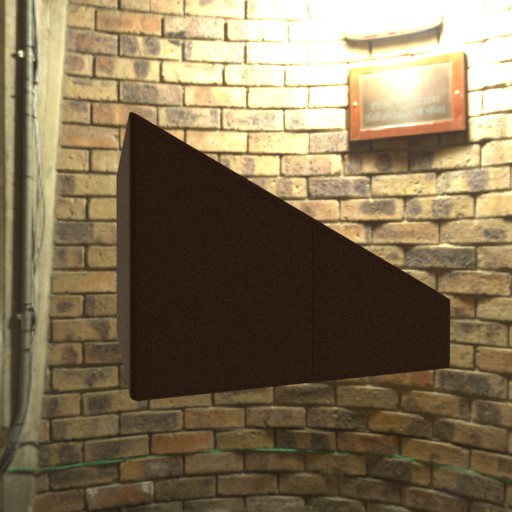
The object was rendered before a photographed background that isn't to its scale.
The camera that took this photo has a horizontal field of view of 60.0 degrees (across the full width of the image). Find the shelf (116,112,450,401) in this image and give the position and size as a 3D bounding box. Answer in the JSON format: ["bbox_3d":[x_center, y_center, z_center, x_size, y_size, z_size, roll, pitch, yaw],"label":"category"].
[{"bbox_3d":[0.000,0.000,0.501,0.292,0.210,0.292,0,0,-19],"label":"shelf"}]
